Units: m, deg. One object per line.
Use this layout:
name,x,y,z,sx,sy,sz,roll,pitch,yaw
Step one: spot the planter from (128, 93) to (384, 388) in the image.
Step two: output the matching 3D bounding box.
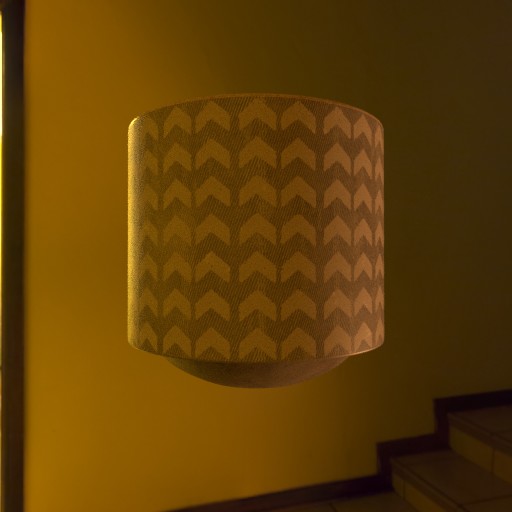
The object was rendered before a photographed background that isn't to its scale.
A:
planter,0.000,0.000,0.451,0.250,0.239,0.250,0,-1,0
